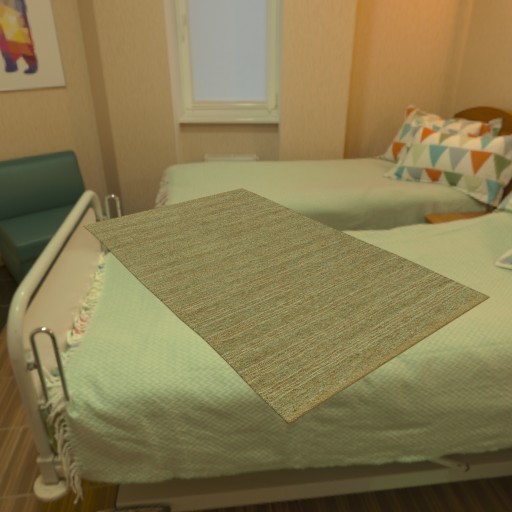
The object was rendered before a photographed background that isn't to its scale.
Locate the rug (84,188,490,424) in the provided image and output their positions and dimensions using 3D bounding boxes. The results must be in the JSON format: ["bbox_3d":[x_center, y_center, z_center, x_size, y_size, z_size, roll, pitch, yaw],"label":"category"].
[{"bbox_3d":[0.000,0.000,3.004,1.540,0.012,2.448,-19,33,-32],"label":"rug"}]
